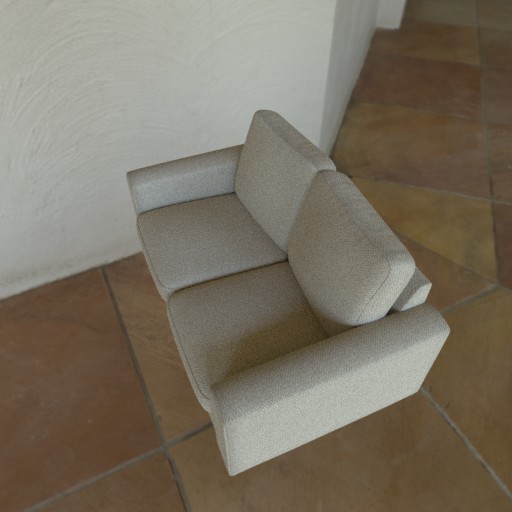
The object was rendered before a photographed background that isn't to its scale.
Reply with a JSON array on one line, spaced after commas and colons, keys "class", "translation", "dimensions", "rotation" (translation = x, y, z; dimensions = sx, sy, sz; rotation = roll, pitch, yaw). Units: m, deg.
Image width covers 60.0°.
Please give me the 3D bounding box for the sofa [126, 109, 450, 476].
[{"class": "sofa", "translation": [0.000, 0.000, 2.234], "dimensions": [1.016, 0.873, 1.616], "rotation": [-17, 48, -16]}]
